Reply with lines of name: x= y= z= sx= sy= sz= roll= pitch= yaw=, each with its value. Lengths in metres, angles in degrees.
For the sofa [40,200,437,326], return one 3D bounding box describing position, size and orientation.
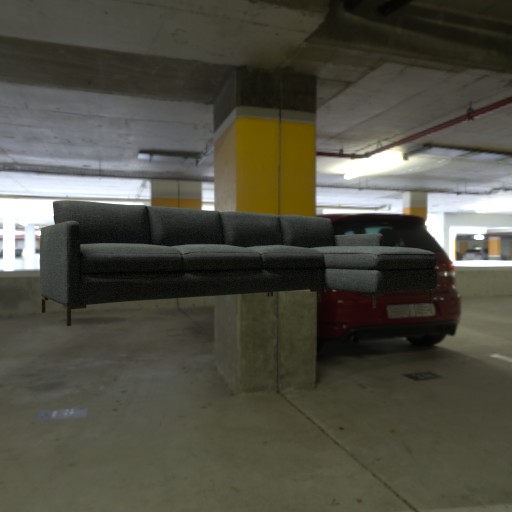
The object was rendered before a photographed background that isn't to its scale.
sofa: x=0.000 y=0.000 z=3.496 sx=2.932 sy=0.810 sz=1.350 roll=0 pitch=0 yaw=-36
